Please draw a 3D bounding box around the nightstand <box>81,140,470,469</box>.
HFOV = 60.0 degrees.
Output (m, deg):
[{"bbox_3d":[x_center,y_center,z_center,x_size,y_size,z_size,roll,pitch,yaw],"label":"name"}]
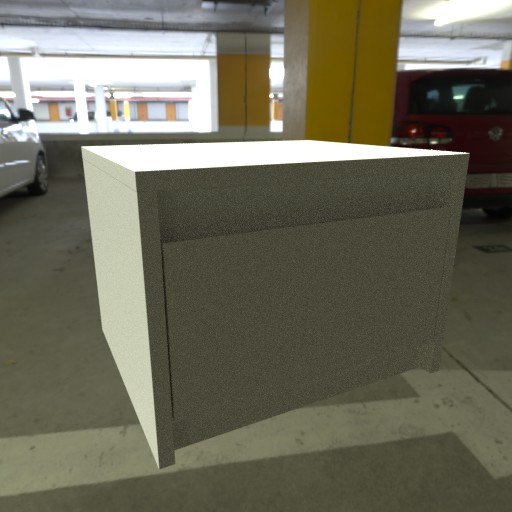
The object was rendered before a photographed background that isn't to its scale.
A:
[{"bbox_3d":[0.000,0.000,0.749,0.470,0.351,0.408,-9,19,-26],"label":"nightstand"}]
